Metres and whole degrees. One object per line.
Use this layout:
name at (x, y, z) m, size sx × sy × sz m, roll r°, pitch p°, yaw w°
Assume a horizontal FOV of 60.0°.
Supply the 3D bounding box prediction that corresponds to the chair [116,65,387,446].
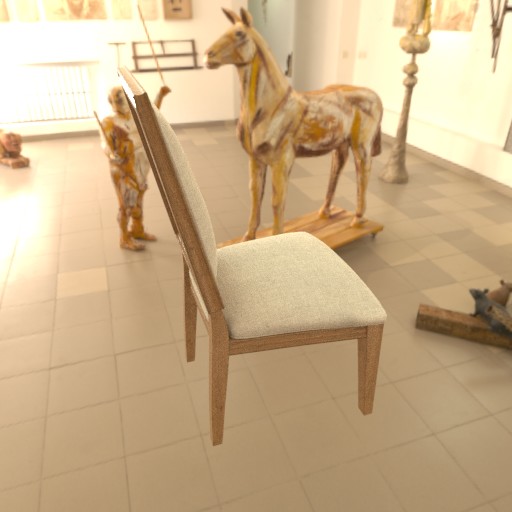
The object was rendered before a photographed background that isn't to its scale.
chair at (0.000, 0.000, 1.270) m, size 0.601 × 0.988 × 0.536 m, roll -10°, pitch 31°, yaw -17°
